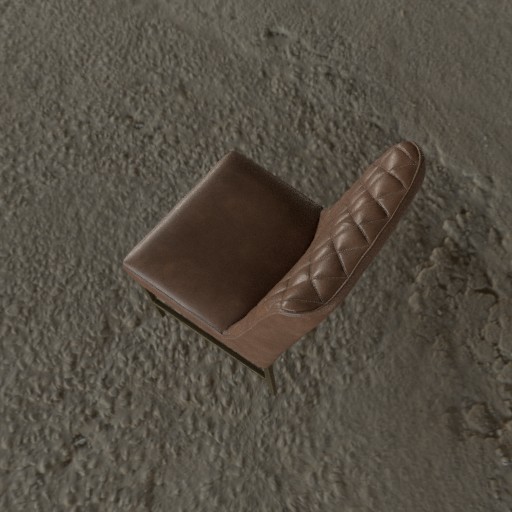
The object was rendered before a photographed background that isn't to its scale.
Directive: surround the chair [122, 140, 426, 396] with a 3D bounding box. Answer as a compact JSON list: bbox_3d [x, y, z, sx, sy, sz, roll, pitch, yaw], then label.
[{"bbox_3d":[0.000,0.000,1.252,0.587,0.889,0.508,34,69,15],"label":"chair"}]
